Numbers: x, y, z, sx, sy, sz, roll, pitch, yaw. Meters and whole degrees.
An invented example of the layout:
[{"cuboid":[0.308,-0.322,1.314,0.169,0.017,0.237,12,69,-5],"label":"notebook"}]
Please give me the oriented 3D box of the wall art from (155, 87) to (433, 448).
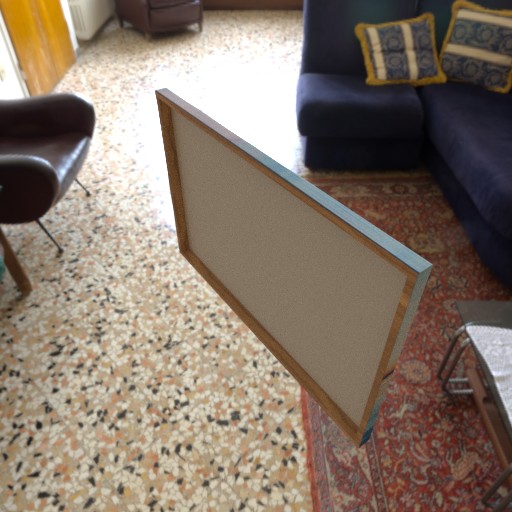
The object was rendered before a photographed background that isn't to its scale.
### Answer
[{"cuboid":[0.000,0.000,1.177,0.037,0.605,0.911,-26,48,-26],"label":"wall art"}]
